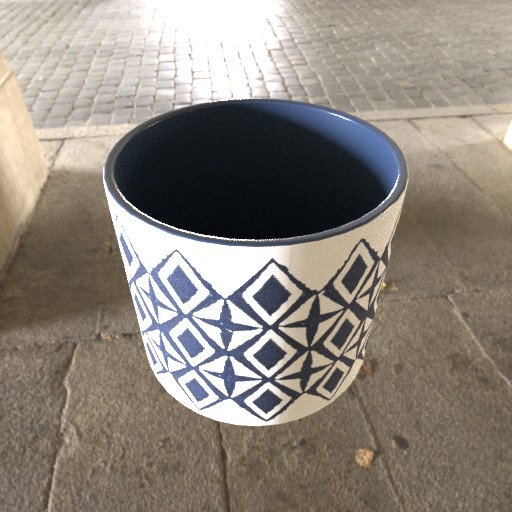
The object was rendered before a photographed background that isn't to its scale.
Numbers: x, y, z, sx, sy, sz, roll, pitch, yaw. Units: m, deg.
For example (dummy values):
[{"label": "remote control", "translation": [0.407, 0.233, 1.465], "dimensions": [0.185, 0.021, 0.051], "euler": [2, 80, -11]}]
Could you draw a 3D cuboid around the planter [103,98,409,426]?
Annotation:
[{"label": "planter", "translation": [0.000, 0.000, 0.282], "dimensions": [0.159, 0.144, 0.159], "euler": [0, 40, 0]}]
